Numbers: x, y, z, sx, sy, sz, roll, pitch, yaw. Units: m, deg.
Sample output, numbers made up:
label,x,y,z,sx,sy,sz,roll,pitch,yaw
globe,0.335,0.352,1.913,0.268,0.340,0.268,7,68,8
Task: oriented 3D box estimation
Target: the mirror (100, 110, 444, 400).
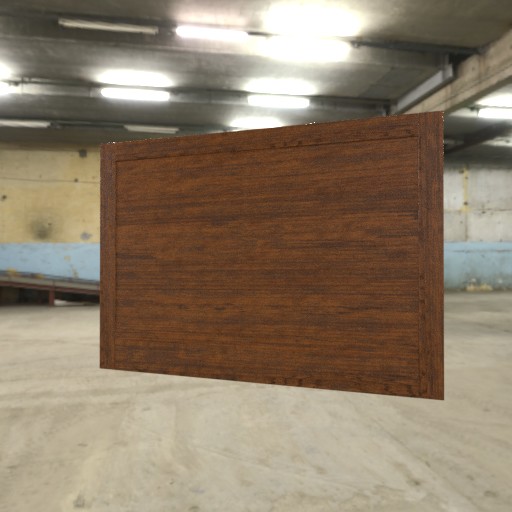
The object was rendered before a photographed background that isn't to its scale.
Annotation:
label,x,y,z,sx,sy,sz,roll,pitch,yaw
mirror,0.000,0.000,0.977,0.758,0.537,0.084,0,0,18
